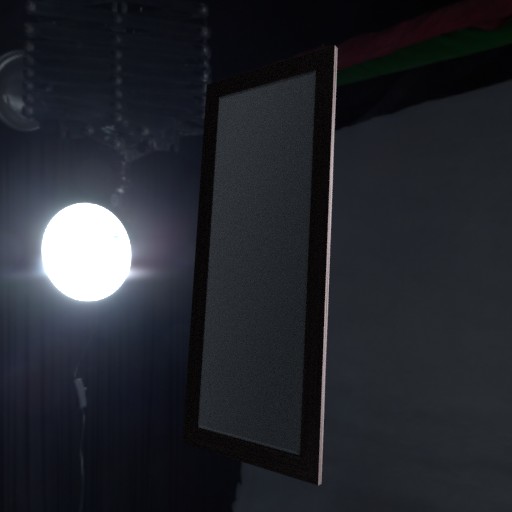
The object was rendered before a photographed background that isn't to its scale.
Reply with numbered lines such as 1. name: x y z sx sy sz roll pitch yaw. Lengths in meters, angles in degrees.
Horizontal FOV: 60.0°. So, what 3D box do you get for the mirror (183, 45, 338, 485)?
1. mirror: 0.000 0.000 2.274 0.812 2.020 0.221 -1 -2 35
